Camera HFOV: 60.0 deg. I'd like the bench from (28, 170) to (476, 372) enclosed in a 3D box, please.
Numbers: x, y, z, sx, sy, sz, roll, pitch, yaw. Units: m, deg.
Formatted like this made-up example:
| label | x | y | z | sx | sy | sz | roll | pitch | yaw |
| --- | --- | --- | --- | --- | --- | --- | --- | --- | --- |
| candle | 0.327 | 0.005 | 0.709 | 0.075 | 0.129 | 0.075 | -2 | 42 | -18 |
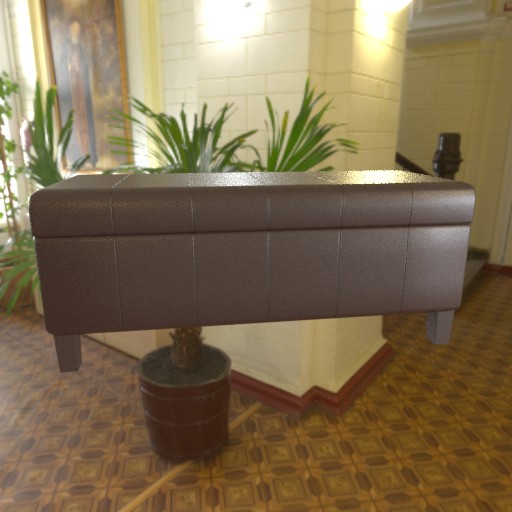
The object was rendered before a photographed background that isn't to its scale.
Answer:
| label | x | y | z | sx | sy | sz | roll | pitch | yaw |
| --- | --- | --- | --- | --- | --- | --- | --- | --- | --- |
| bench | 0.000 | 0.000 | 1.311 | 1.092 | 0.457 | 0.429 | -2 | 16 | -8 |
